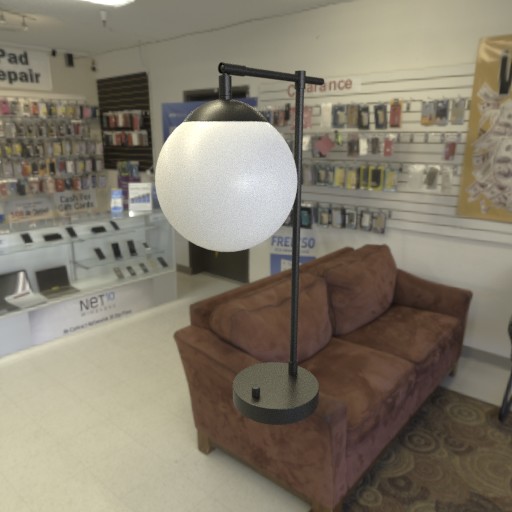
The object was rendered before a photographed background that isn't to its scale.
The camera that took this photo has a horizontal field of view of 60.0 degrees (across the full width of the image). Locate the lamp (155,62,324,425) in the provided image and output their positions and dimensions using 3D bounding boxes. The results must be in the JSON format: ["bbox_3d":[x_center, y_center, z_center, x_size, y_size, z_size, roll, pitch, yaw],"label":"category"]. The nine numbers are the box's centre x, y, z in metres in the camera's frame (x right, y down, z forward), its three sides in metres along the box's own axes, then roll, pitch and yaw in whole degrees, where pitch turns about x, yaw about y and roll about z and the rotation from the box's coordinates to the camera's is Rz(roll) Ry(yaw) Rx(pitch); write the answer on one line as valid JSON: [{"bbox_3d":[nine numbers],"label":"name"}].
[{"bbox_3d":[0.000,0.000,0.697,0.197,0.559,0.316,14,21,42],"label":"lamp"}]
